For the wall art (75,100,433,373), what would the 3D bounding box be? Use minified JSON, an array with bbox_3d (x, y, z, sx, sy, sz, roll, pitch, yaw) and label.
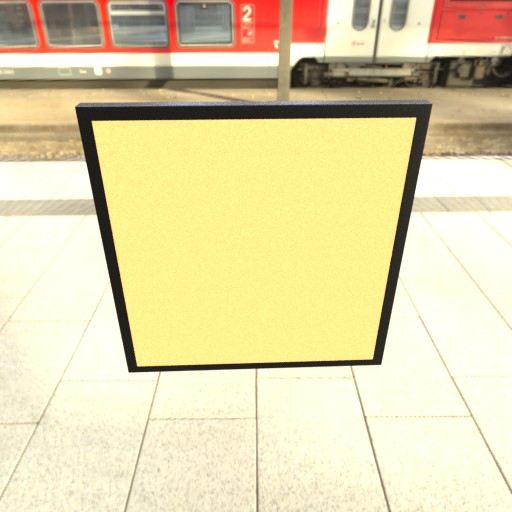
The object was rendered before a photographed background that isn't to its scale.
[{"bbox_3d":[0.000,0.000,1.142,0.755,0.761,0.038,-1,31,-2],"label":"wall art"}]
